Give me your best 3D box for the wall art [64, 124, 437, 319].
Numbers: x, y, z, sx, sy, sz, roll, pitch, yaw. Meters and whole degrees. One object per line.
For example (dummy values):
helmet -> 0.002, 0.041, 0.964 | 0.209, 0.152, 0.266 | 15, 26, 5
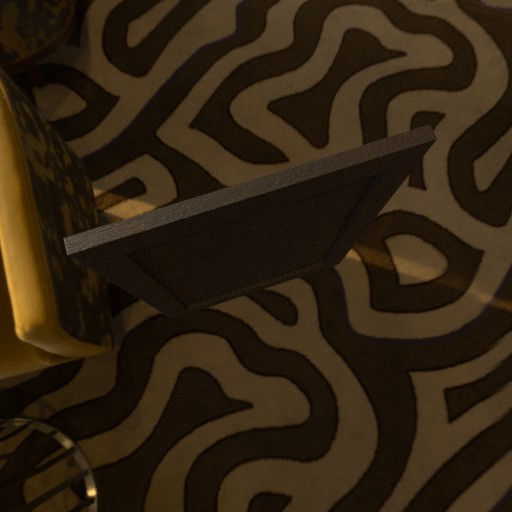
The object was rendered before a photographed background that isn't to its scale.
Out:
wall art -> 0.000, 0.000, 0.658 | 0.359, 0.513, 0.017 | -18, 76, -5
